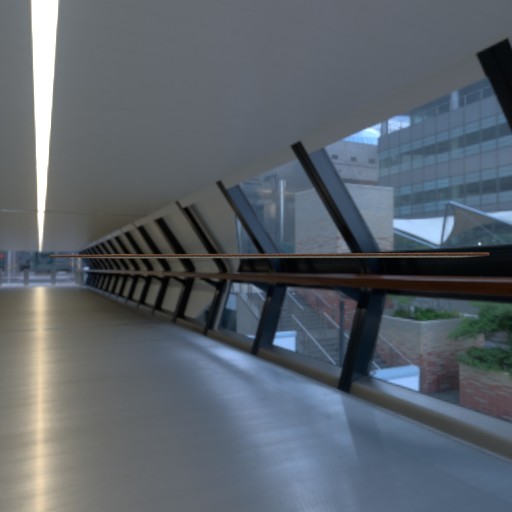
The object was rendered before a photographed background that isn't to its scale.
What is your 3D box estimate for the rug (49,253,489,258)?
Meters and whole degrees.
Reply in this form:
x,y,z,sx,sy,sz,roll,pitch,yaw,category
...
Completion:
x,y,z,sx,sy,sz,roll,pitch,yaw,category
0.000,0.000,2.708,2.439,0.017,0.764,0,-1,18,rug
